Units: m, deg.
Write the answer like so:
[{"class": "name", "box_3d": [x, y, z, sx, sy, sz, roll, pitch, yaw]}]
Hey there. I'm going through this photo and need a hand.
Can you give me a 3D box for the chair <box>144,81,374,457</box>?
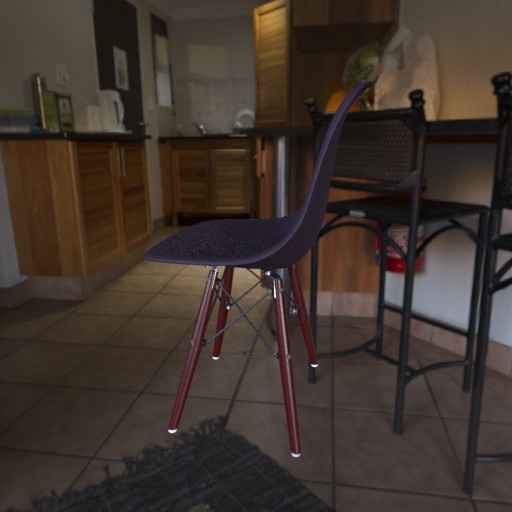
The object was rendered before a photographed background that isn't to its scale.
[{"class": "chair", "box_3d": [0.000, 0.000, 1.147, 0.533, 0.826, 0.470, 3, 16, 11]}]
